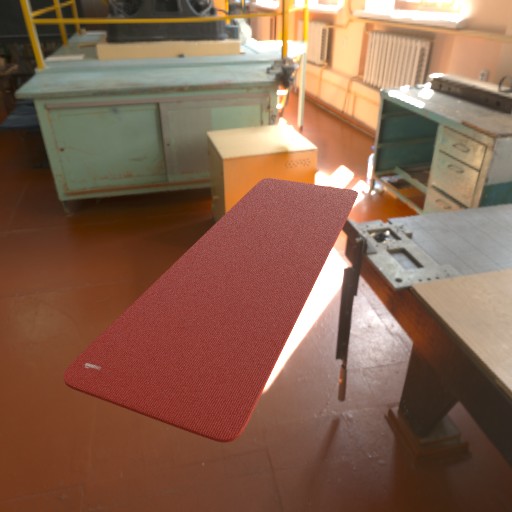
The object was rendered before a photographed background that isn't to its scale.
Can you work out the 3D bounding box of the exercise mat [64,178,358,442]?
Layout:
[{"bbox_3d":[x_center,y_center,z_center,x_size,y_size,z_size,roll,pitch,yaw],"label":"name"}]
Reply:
[{"bbox_3d":[0.000,0.000,2.025,0.616,0.021,1.869,12,33,18],"label":"exercise mat"}]
